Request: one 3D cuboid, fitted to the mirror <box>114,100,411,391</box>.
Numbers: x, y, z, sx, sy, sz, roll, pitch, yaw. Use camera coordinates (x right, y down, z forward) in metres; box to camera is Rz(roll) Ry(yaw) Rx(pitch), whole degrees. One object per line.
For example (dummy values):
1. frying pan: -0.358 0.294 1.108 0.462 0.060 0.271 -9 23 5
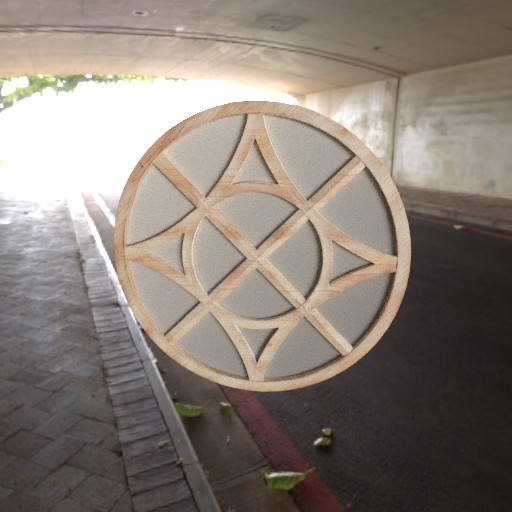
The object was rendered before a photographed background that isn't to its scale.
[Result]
1. mirror: 0.000 0.000 1.071 0.710 0.710 0.038 2 15 8
